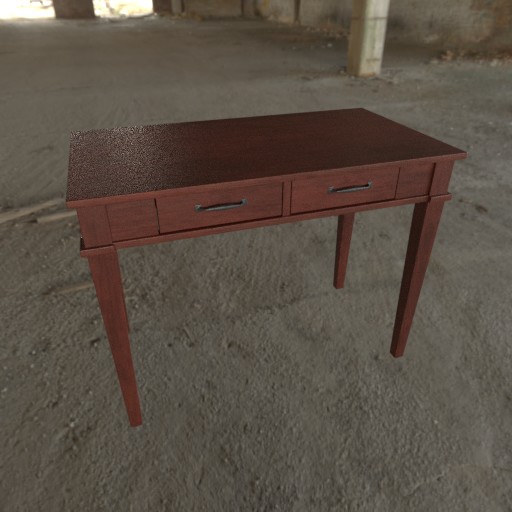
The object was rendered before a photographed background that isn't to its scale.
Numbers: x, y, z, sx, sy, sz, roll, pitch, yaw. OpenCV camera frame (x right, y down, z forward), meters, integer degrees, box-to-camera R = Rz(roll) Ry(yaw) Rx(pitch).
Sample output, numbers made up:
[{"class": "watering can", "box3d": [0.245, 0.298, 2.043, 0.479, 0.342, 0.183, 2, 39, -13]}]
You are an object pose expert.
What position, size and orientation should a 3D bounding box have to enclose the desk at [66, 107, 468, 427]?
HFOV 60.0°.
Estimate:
[{"class": "desk", "box3d": [0.000, 0.000, 1.456, 1.001, 0.762, 0.549, -10, 32, -16]}]
